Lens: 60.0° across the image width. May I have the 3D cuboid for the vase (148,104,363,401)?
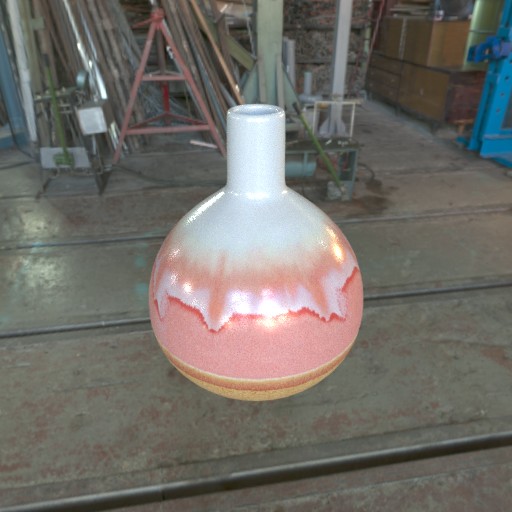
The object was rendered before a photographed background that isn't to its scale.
[{"bbox_3d":[0.000,0.000,0.274,0.137,0.176,0.137,0,30,0],"label":"vase"}]
